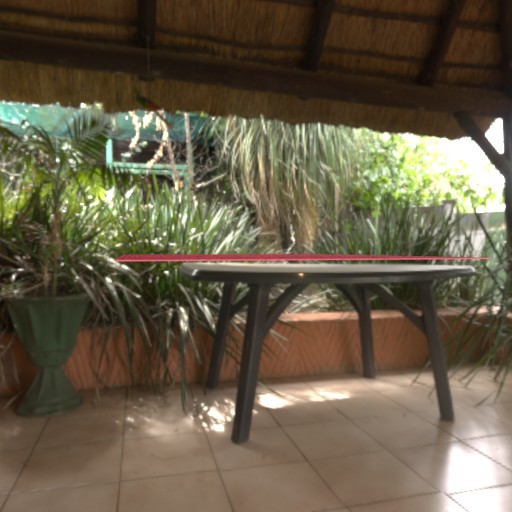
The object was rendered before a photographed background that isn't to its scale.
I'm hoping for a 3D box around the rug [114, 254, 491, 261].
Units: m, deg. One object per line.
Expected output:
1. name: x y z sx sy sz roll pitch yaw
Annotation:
1. rug: 0.000 0.000 3.926 2.300 0.012 2.929 0 1 -16
